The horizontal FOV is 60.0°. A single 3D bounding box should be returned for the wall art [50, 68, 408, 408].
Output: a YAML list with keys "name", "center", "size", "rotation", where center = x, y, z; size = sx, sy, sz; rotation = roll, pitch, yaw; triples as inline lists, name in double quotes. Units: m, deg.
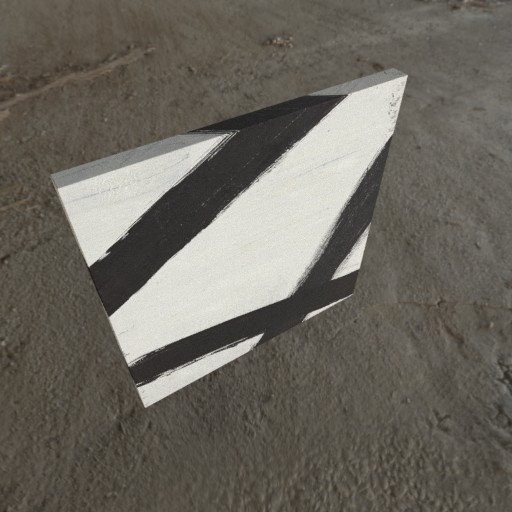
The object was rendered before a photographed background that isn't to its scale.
- name: "wall art"
  center: [0.000, 0.000, 1.124]
  size: [0.765, 0.765, 0.046]
  rotation: [-24, 51, -22]
